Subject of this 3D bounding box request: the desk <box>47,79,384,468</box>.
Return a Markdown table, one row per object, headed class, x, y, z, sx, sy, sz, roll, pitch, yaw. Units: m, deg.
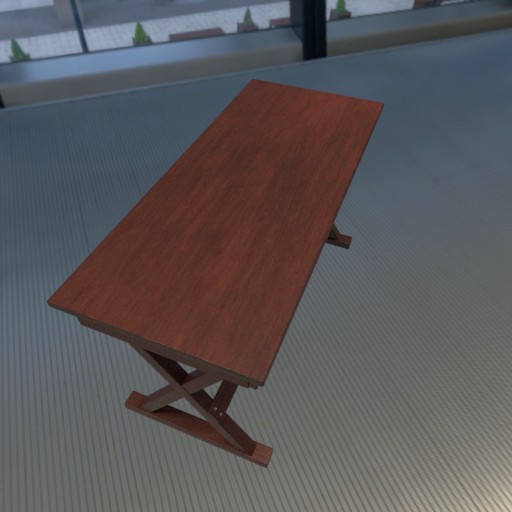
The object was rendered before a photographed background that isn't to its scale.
| class | x | y | z | sx | sy | sz | roll | pitch | yaw |
| --- | --- | --- | --- | --- | --- | --- | --- | --- | --- |
| desk | 0.000 | 0.000 | 1.768 | 0.600 | 0.761 | 1.372 | 17 | 49 | 15 |
